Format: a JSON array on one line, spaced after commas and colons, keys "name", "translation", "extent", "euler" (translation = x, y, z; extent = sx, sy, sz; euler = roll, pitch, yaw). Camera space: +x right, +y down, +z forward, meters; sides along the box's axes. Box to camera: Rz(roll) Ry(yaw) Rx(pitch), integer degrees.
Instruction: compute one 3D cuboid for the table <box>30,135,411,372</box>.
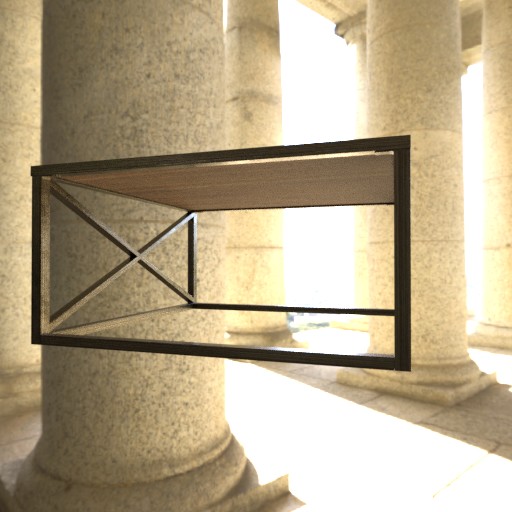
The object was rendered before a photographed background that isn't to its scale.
[{"name": "table", "translation": [0.000, 0.000, 1.407], "extent": [0.909, 0.451, 0.899], "euler": [0, -1, 18]}]
